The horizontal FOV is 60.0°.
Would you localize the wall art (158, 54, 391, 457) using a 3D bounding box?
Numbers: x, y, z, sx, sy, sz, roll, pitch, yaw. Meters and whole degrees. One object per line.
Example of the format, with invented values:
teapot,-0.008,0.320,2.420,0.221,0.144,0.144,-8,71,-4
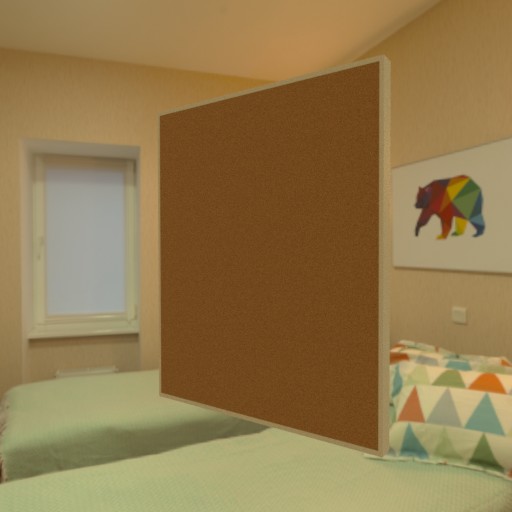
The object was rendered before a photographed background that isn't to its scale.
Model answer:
wall art,0.000,0.000,0.742,0.443,0.549,0.030,1,1,35
